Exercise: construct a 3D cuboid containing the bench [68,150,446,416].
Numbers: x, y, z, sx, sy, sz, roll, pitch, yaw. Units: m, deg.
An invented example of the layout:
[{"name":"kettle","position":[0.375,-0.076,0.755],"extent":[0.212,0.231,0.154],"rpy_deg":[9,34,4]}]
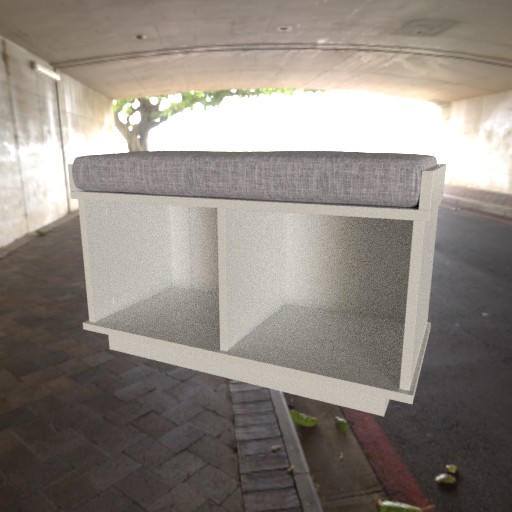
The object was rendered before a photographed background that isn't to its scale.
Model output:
[{"name":"bench","position":[0.000,0.000,0.994],"extent":[0.734,0.461,0.362],"rpy_deg":[6,15,25]}]
